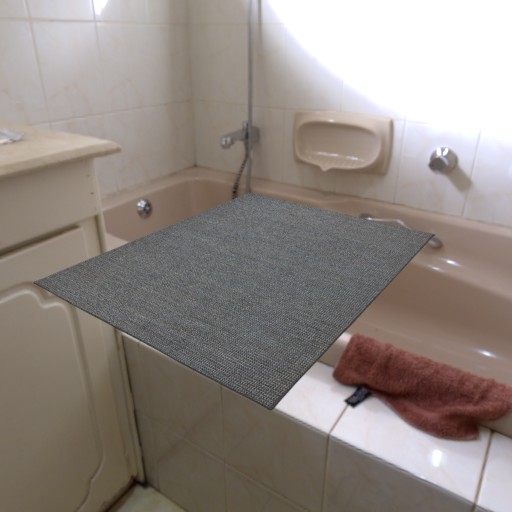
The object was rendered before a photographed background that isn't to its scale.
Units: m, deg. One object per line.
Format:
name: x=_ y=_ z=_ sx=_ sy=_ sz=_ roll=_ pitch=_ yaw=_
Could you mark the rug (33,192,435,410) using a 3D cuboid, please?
rug: x=0.000 y=0.000 z=4.210 sx=2.456 sy=0.021 sz=3.068 roll=18 pitch=31 yaw=32
